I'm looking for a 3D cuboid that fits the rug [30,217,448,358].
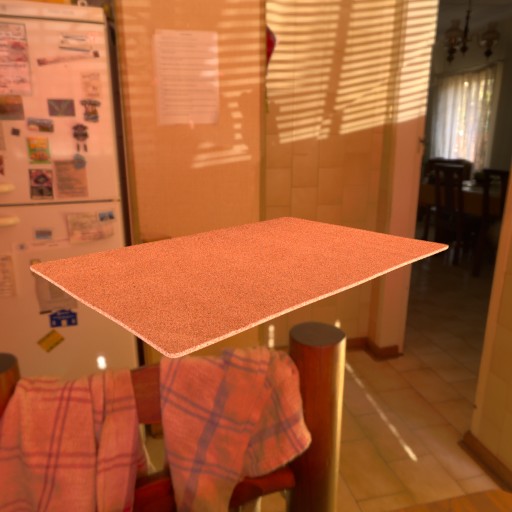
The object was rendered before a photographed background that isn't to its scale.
[{"bbox_3d":[0.000,0.000,3.370,2.700,0.024,1.801,-15,21,-42],"label":"rug"}]
